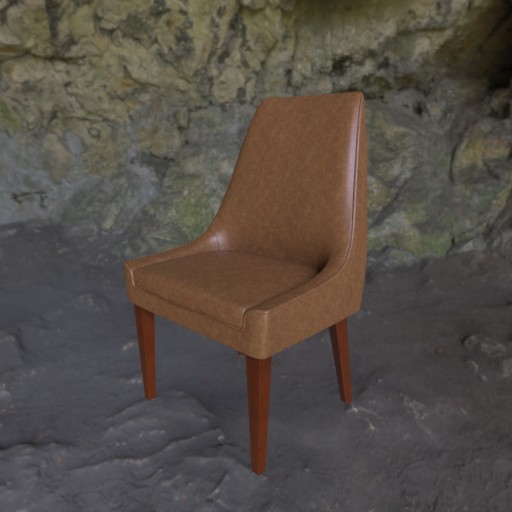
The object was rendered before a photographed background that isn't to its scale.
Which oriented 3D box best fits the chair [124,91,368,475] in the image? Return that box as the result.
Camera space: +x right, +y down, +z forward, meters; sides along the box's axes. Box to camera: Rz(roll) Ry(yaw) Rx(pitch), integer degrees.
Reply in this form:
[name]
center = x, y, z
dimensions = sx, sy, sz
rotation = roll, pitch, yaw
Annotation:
[chair]
center = 0.000, 0.000, 1.215
dimensions = 0.529, 0.861, 0.544
rotation = 14, 20, 41
